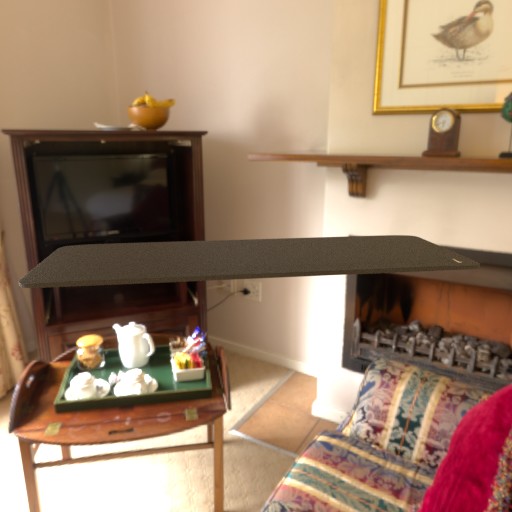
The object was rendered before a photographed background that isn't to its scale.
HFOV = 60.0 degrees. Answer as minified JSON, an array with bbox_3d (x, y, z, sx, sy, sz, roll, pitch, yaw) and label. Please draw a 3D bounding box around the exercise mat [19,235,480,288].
[{"bbox_3d":[0.000,0.000,2.023,1.869,0.021,0.616,-2,15,-8],"label":"exercise mat"}]
